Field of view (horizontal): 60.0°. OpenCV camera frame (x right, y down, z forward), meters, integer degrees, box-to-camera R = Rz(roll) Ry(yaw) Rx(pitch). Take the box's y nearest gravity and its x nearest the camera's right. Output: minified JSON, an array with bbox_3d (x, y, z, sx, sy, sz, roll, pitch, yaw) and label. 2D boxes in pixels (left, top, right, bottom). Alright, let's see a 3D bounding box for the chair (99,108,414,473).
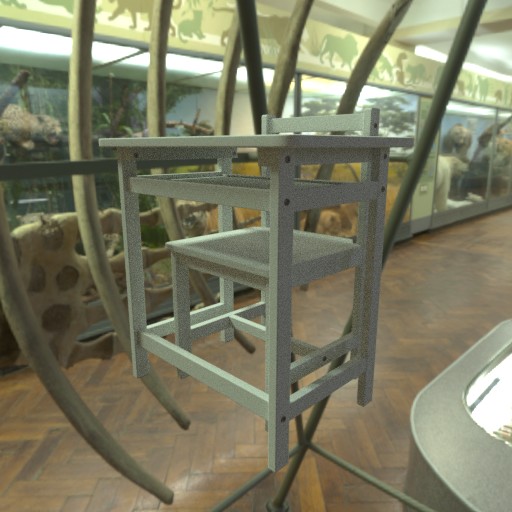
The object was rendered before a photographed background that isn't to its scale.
[{"bbox_3d":[0.000,0.000,1.052,0.599,0.673,0.461,14,19,43],"label":"chair"}]
